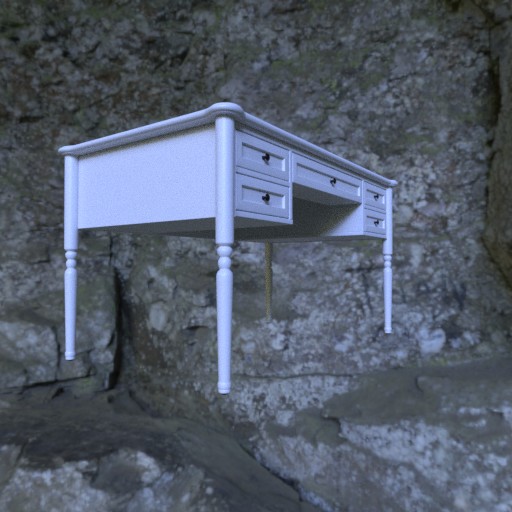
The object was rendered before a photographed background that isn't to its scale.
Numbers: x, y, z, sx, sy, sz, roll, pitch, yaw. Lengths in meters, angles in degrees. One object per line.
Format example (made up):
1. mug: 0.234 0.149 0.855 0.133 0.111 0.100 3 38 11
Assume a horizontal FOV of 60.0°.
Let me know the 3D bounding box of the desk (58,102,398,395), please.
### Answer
1. desk: 0.000 0.000 1.902 0.807 0.762 1.380 -1 -2 36
